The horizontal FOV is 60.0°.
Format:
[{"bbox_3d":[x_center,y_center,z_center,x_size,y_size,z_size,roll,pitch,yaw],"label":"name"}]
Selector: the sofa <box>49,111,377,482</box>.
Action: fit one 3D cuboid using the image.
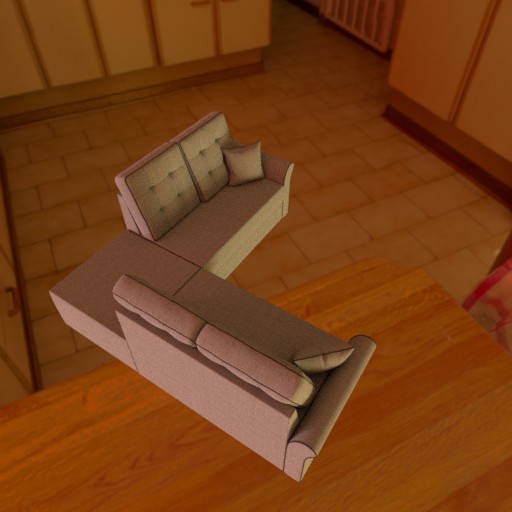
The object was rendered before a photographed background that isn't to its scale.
[{"bbox_3d":[0.000,0.000,3.214,2.068,0.988,2.070,25,52,22],"label":"sofa"}]
